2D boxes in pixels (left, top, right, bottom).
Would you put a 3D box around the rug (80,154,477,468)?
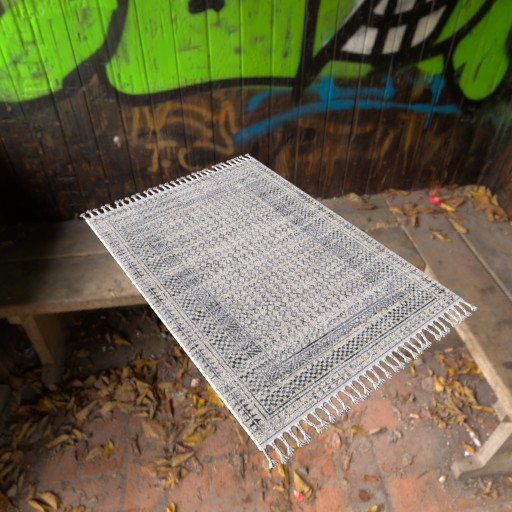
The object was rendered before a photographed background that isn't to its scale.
[{"bbox_3d":[0.000,0.000,2.356,1.243,0.013,1.872,-26,48,-27],"label":"rug"}]
